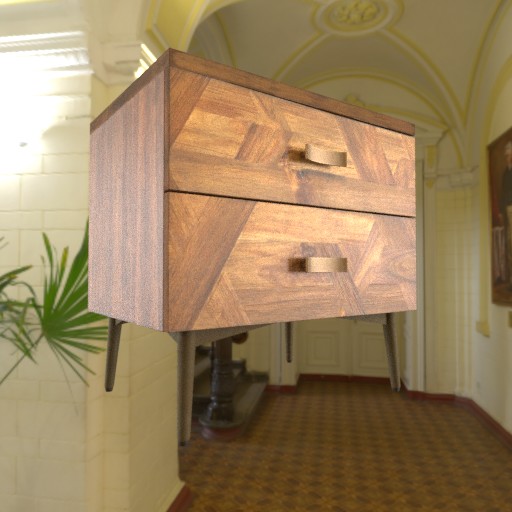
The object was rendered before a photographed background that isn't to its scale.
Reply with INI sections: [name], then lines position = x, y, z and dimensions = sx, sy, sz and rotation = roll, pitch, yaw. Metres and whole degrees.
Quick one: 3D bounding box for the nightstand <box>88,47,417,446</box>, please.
[nightstand]
position = 0.000, 0.000, 1.001
dimensions = 0.610, 0.610, 0.458
rotation = 1, -2, -36
